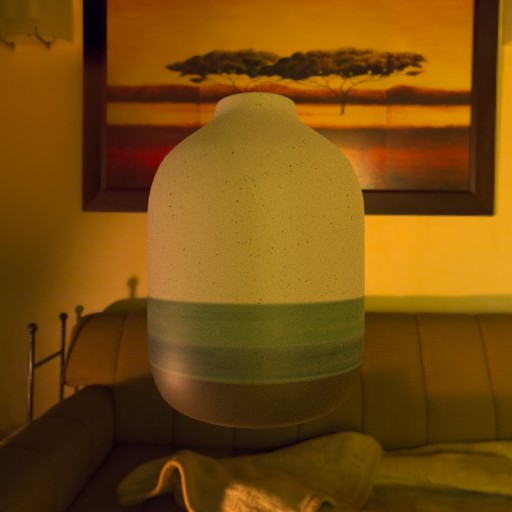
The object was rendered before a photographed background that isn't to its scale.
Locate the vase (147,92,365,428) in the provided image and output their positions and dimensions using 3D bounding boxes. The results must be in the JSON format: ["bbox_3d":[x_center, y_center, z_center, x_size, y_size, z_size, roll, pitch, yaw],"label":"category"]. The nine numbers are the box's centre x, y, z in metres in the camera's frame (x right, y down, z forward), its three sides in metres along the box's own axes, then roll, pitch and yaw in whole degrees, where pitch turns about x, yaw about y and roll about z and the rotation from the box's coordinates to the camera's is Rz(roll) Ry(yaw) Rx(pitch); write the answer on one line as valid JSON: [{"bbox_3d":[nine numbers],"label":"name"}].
[{"bbox_3d":[0.000,0.000,0.355,0.169,0.240,0.169,0,0,0],"label":"vase"}]
